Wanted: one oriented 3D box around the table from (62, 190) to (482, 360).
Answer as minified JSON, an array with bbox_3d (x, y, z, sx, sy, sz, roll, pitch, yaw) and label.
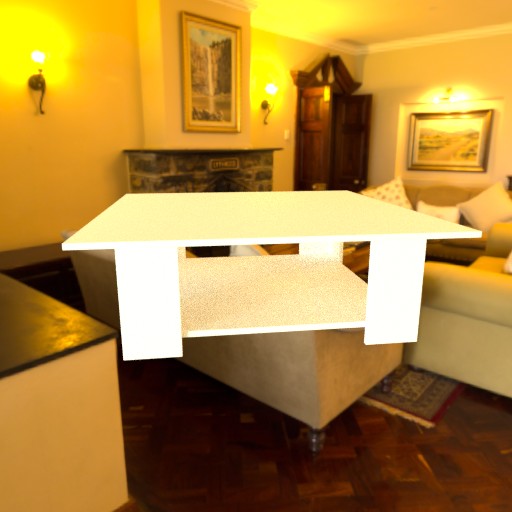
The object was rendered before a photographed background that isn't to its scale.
[{"bbox_3d":[0.000,0.000,1.389,0.890,0.305,0.890,-2,14,-8],"label":"table"}]
